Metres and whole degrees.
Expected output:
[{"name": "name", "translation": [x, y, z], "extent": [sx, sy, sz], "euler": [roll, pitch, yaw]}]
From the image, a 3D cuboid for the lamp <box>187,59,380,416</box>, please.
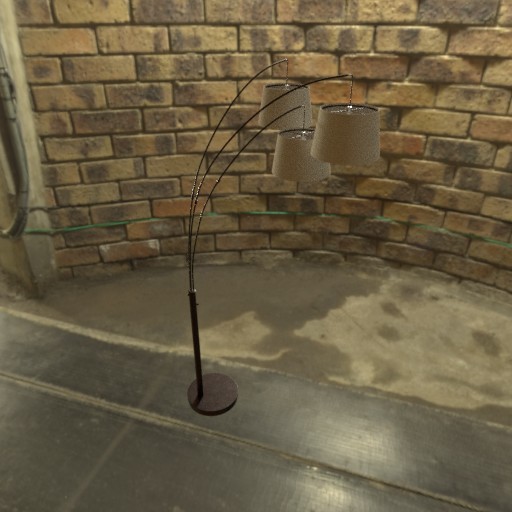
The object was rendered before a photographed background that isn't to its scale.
[{"name": "lamp", "translation": [0.000, 0.000, 2.484], "extent": [0.924, 1.950, 0.951], "euler": [-10, 31, -17]}]
